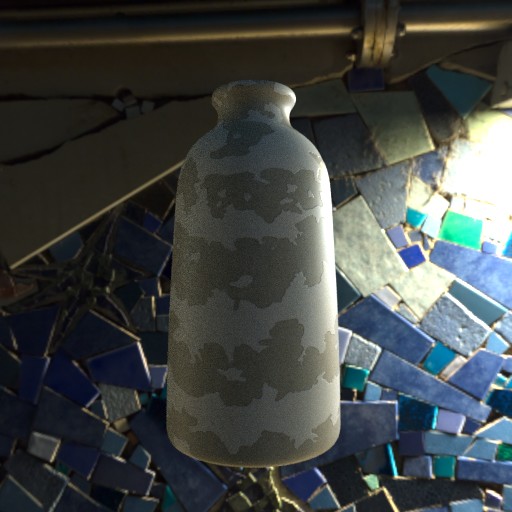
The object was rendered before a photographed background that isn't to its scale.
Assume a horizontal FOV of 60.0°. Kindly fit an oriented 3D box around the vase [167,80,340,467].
[{"bbox_3d":[0.000,0.000,0.493,0.186,0.382,0.203,0,-1,19],"label":"vase"}]
